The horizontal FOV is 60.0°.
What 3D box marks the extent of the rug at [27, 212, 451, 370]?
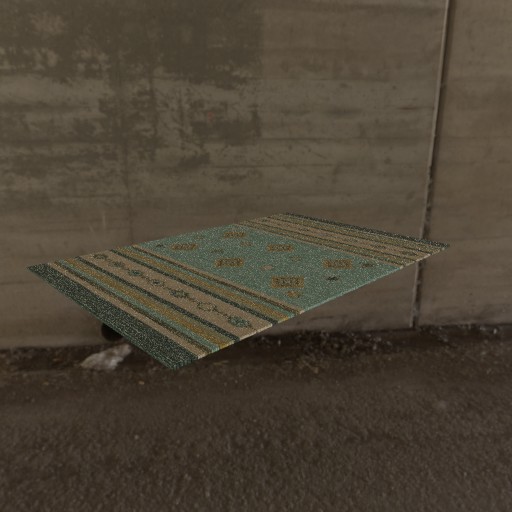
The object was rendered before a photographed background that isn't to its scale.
[{"bbox_3d":[0.000,0.000,2.256,1.811,0.010,1.212,-16,23,-41],"label":"rug"}]
